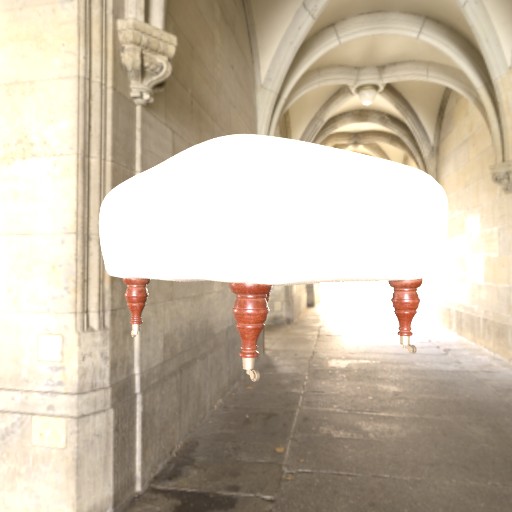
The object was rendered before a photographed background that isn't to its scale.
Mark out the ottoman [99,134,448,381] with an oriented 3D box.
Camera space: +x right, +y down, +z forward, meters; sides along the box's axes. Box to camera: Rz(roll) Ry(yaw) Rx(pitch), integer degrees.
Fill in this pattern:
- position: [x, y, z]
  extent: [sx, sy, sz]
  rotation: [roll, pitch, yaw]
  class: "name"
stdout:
- position: [0.000, 0.000, 1.127]
  extent: [0.622, 0.450, 0.747]
  rotation: [1, -2, -35]
  class: "ottoman"
